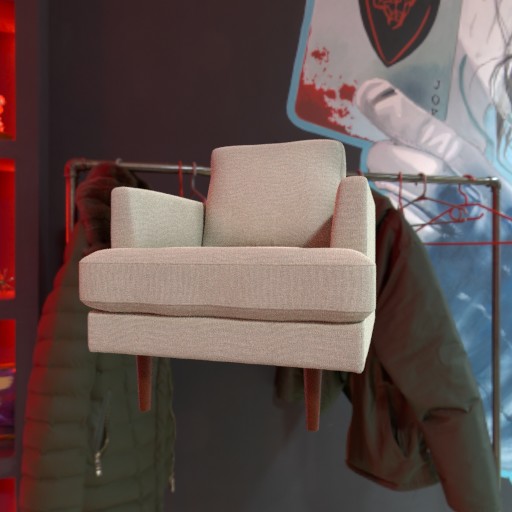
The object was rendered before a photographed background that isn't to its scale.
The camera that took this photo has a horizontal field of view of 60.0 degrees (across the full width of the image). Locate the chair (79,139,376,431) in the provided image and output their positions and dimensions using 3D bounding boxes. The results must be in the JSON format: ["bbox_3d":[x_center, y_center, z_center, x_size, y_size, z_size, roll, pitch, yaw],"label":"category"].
[{"bbox_3d":[0.000,0.000,1.606,0.858,0.957,0.899,0,1,17],"label":"chair"}]
